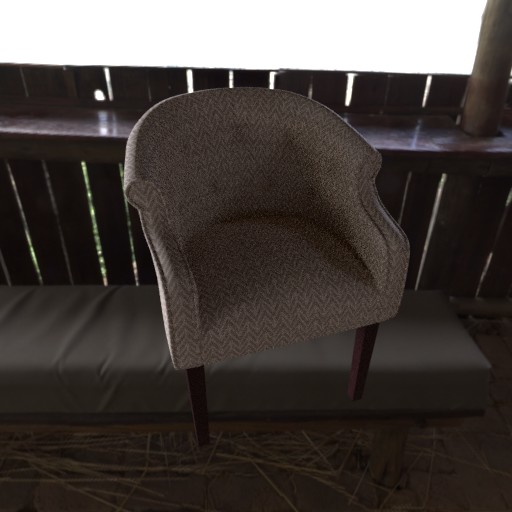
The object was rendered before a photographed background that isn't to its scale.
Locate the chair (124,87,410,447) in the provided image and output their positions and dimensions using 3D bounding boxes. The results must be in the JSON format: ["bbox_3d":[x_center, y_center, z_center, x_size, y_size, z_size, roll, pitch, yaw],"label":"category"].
[{"bbox_3d":[0.000,0.000,1.313,0.686,0.858,0.613,-10,33,-16],"label":"chair"}]
